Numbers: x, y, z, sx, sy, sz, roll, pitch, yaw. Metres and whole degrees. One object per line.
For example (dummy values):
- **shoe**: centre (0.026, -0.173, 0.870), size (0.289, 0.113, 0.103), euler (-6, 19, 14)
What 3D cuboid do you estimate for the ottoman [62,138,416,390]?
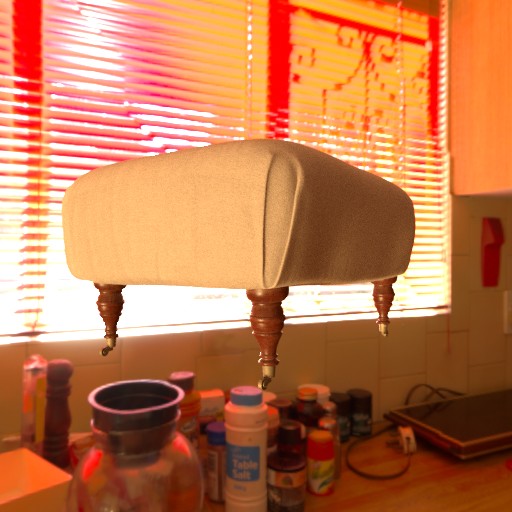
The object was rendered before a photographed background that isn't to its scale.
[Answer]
- **ottoman**: centre (0.000, 0.000, 1.117), size (0.622, 0.450, 0.746), euler (0, 0, 36)
